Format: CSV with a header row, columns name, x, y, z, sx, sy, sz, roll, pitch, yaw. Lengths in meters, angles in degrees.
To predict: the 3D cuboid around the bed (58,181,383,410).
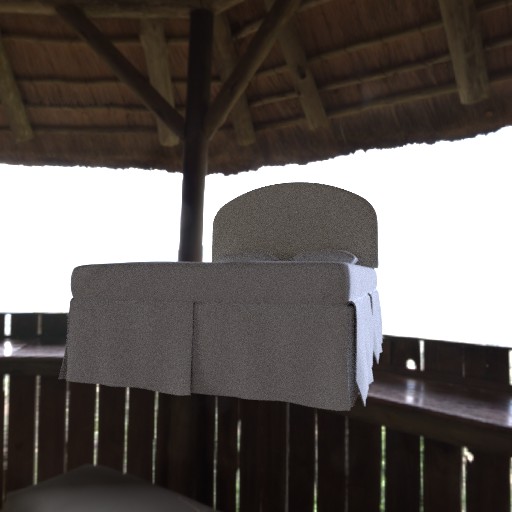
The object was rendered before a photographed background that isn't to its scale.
name,x,y,z,sx,sy,sz,roll,pitch,yaw
bed,0.000,0.000,3.044,1.607,1.410,2.005,-1,-3,19
